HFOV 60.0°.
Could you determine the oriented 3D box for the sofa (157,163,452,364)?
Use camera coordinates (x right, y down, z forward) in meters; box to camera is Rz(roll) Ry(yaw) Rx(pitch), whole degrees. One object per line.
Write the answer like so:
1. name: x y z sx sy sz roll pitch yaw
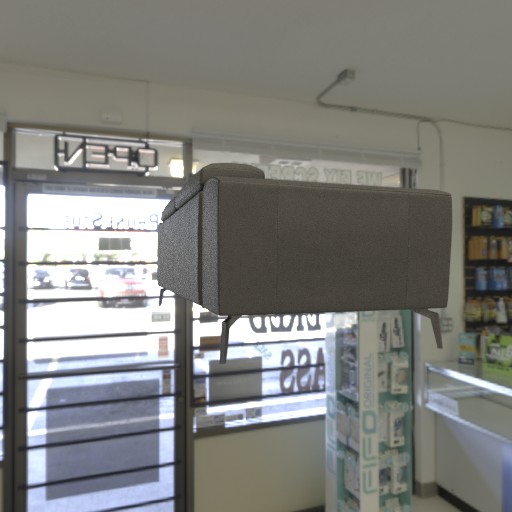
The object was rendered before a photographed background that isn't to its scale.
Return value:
1. sofa: 0.000 0.000 2.811 1.048 0.814 2.330 0 -1 -18
